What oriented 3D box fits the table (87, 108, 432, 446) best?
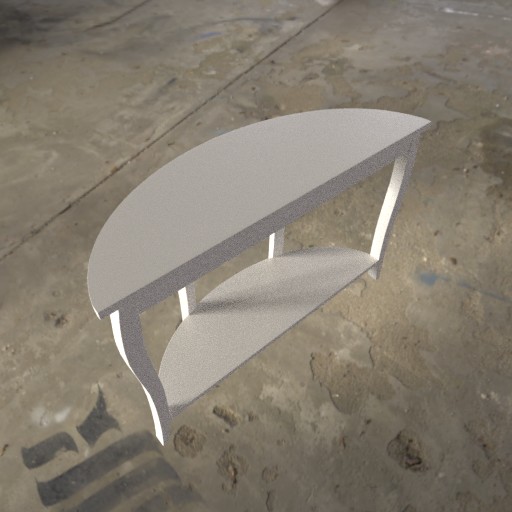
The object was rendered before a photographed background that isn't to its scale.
[{"bbox_3d":[0.000,0.000,1.592,1.219,0.780,0.394,-32,54,-27],"label":"table"}]
